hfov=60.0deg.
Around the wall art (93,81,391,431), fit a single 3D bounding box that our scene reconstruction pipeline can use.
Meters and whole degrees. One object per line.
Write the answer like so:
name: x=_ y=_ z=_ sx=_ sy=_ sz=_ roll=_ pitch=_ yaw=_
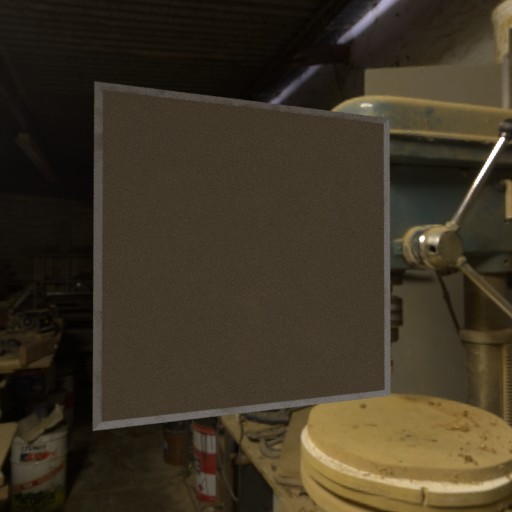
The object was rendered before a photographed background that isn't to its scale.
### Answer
wall art: x=0.000 y=0.000 z=0.738 sx=0.508 sy=0.506 sz=0.029 roll=0 pitch=-1 yaw=-19
